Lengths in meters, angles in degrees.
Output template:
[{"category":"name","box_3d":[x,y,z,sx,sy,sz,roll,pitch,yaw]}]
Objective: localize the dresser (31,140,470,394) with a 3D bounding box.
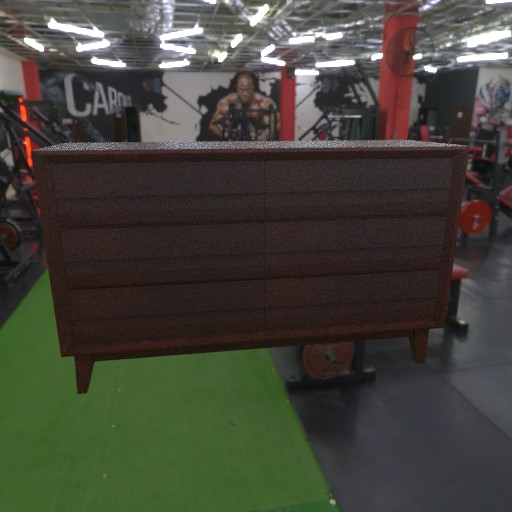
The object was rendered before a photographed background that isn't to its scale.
[{"category":"dresser","box_3d":[0.000,0.000,1.984,1.609,0.971,0.499,-3,18,-9]}]
